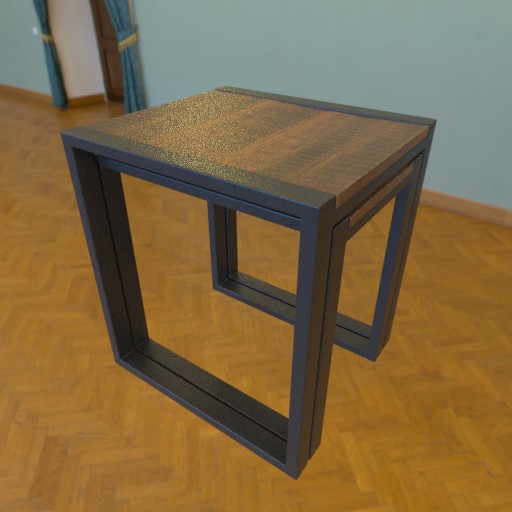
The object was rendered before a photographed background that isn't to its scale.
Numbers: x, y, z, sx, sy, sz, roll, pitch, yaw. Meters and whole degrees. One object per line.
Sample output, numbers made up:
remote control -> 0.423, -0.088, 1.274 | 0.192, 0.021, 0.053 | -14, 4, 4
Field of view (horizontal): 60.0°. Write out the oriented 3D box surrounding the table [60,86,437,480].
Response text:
table -> 0.000, 0.000, 0.931 | 0.500, 0.550, 0.449 | 21, 38, 29
